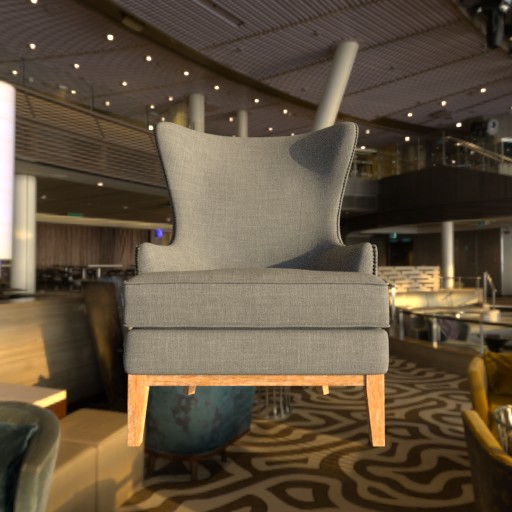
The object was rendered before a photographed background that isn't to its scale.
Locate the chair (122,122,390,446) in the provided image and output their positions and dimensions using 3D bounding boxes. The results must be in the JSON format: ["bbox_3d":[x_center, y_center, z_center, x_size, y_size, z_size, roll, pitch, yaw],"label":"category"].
[{"bbox_3d":[0.000,0.000,1.766,0.864,1.176,0.883,0,-1,0],"label":"chair"}]
